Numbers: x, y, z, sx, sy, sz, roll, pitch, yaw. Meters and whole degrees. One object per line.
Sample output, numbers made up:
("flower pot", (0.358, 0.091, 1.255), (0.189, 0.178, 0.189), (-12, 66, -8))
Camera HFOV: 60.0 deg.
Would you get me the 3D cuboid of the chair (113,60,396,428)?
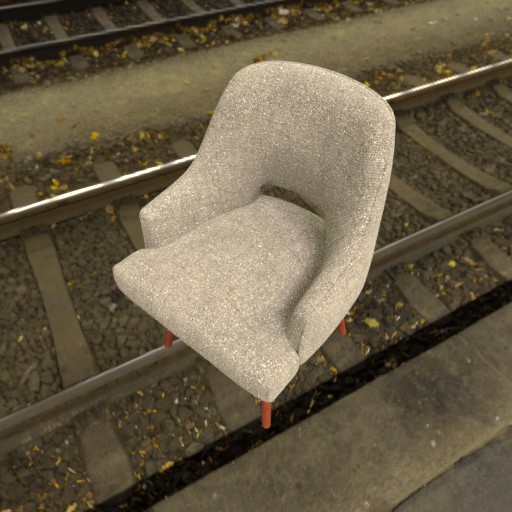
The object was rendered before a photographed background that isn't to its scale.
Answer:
("chair", (0.000, 0.000, 1.283), (0.608, 0.875, 0.629), (31, 54, 26))
